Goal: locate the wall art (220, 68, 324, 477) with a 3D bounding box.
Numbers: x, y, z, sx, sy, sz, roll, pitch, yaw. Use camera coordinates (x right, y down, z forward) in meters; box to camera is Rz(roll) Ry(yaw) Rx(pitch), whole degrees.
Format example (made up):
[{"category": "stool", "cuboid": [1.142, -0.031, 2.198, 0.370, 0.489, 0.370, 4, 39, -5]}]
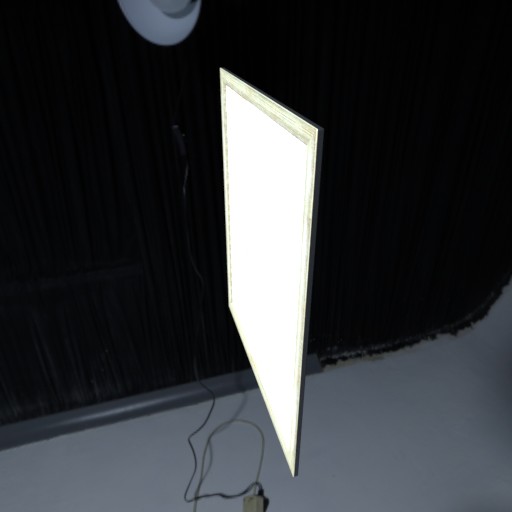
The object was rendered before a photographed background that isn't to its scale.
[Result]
[{"category": "wall art", "cuboid": [0.000, 0.000, 0.781, 0.009, 0.559, 0.483, -8, 31, -13]}]
